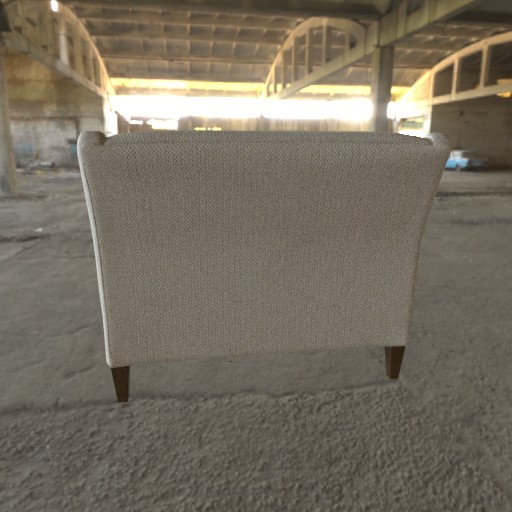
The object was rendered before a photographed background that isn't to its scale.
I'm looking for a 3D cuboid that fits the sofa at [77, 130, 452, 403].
[{"bbox_3d":[0.000,0.000,1.924,1.242,1.022,0.870,-2,14,-9],"label":"sofa"}]
